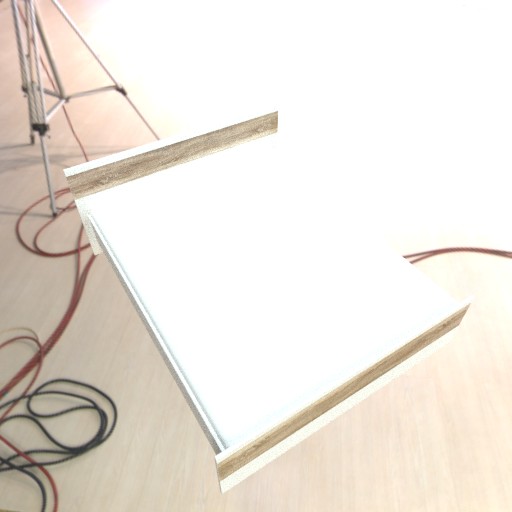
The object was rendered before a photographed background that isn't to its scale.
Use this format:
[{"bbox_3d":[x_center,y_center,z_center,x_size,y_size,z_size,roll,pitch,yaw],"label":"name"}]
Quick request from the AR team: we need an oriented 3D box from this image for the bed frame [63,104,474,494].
[{"bbox_3d":[0.000,0.000,2.930,1.720,0.800,2.060,-24,50,-22],"label":"bed frame"}]
